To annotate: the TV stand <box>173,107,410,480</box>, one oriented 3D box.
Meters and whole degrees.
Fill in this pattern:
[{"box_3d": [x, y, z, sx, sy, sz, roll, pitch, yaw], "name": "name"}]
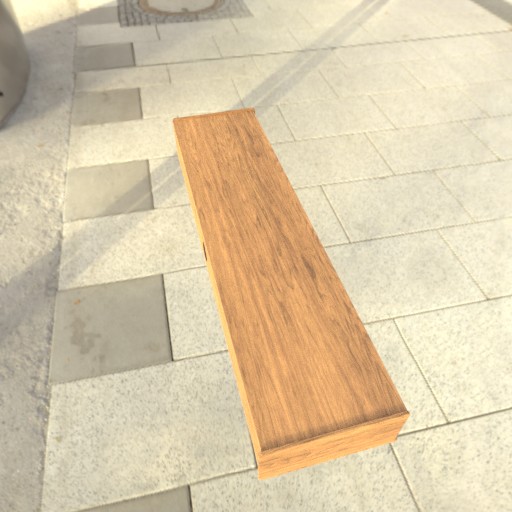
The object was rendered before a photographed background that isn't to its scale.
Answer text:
[{"box_3d": [0.000, 0.000, 1.983, 0.467, 0.415, 1.796, -11, 48, -10], "name": "TV stand"}]
